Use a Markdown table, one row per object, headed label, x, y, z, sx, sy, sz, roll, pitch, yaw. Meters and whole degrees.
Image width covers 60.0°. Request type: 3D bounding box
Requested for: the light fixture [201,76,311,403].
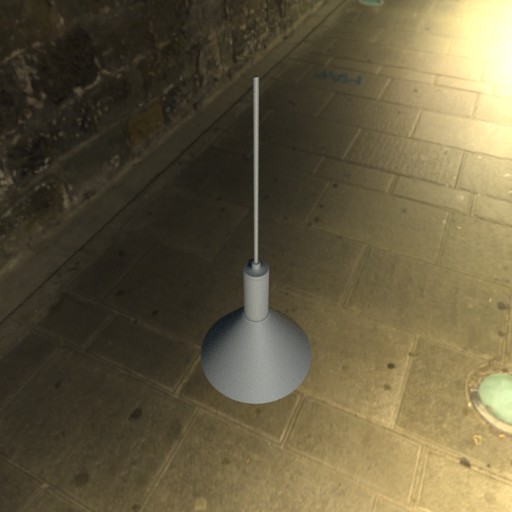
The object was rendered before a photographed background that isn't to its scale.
| label | x | y | z | sx | sy | sz | roll | pitch | yaw |
| --- | --- | --- | --- | --- | --- | --- | --- | --- | --- |
| light fixture | 0.000 | 0.000 | 0.833 | 0.267 | 0.683 | 0.267 | 31 | 54 | 27 |
